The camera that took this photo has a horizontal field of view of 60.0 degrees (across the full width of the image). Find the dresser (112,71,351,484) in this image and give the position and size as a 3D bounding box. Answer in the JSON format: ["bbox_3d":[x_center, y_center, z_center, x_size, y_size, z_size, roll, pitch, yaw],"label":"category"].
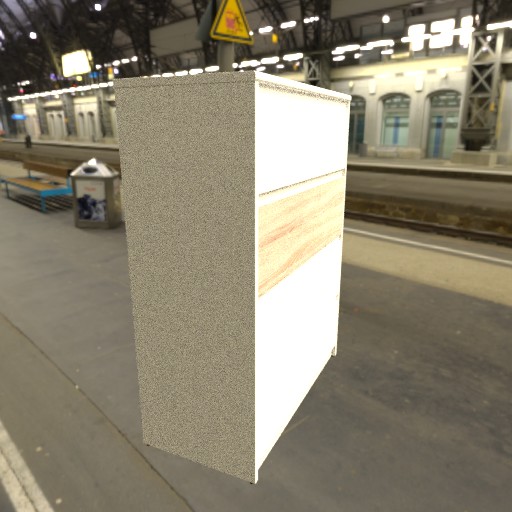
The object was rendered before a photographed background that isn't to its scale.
[{"bbox_3d":[0.000,0.000,1.472,0.380,1.040,0.800,8,18,24],"label":"dresser"}]
